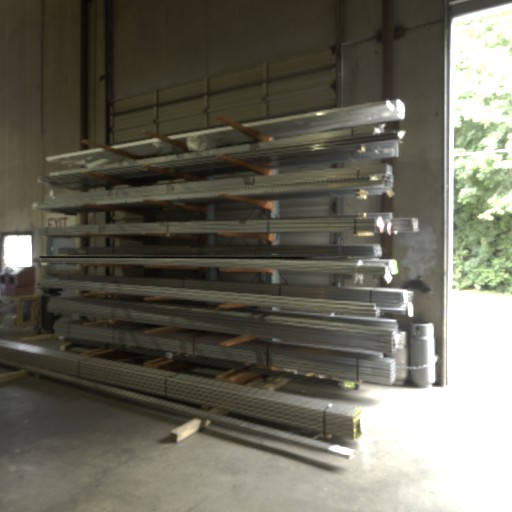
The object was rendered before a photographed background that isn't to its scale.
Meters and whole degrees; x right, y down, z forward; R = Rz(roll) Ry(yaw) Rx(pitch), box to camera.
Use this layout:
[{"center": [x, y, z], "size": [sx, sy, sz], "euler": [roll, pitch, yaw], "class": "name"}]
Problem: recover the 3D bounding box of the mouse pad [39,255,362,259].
[{"center": [0.000, 0.000, 1.031], "size": [0.424, 0.003, 0.907], "euler": [0, 0, 17], "class": "mouse pad"}]
